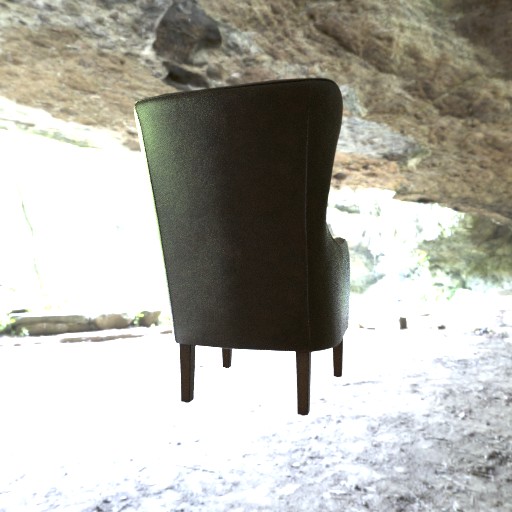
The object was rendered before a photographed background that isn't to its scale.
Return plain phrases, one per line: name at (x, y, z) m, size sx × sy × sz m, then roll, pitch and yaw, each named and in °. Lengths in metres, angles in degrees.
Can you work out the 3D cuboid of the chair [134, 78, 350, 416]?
chair at (0.000, 0.000, 1.664) m, size 0.692 × 1.048 × 0.914 m, roll 0°, pitch 0°, yaw 18°
